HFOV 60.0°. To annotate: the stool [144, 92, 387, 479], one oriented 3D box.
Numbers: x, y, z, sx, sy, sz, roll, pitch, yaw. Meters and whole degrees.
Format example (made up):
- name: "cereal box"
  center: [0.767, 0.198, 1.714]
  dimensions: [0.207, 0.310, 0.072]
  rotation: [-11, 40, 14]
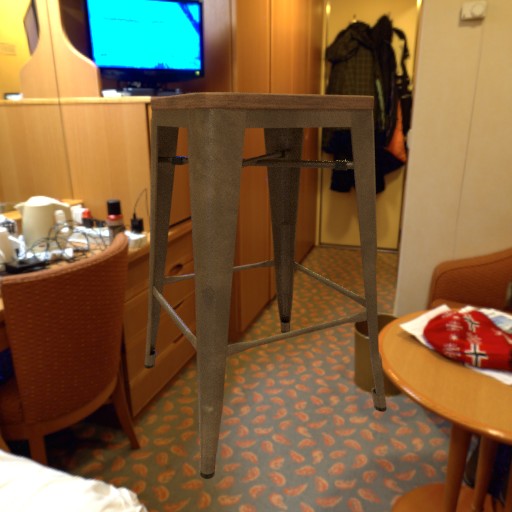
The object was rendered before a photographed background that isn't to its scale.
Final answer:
- name: "stool"
  center: [0.000, 0.000, 0.902]
  dimensions: [0.407, 0.607, 0.407]
  rotation: [-9, 20, -26]
